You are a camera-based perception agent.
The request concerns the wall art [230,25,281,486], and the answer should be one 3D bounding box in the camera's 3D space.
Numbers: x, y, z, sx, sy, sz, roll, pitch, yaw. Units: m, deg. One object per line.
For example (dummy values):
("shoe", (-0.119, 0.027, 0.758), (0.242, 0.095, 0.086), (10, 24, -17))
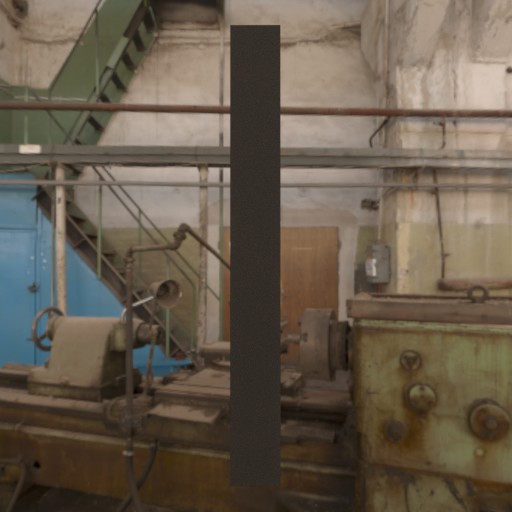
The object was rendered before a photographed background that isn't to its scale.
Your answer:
("wall art", (0.000, 0.000, 0.445), (0.033, 0.304, 0.305), (0, 0, 0))
